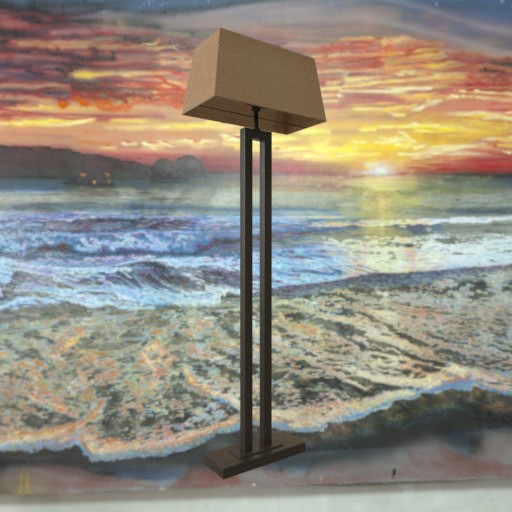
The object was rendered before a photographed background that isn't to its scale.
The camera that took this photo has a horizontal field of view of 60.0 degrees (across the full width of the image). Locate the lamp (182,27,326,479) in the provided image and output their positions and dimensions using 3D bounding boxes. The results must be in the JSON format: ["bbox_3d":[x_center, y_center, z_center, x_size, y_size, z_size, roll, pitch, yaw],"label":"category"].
[{"bbox_3d":[0.000,0.000,1.607,0.475,1.469,0.233,-1,1,-35],"label":"lamp"}]
